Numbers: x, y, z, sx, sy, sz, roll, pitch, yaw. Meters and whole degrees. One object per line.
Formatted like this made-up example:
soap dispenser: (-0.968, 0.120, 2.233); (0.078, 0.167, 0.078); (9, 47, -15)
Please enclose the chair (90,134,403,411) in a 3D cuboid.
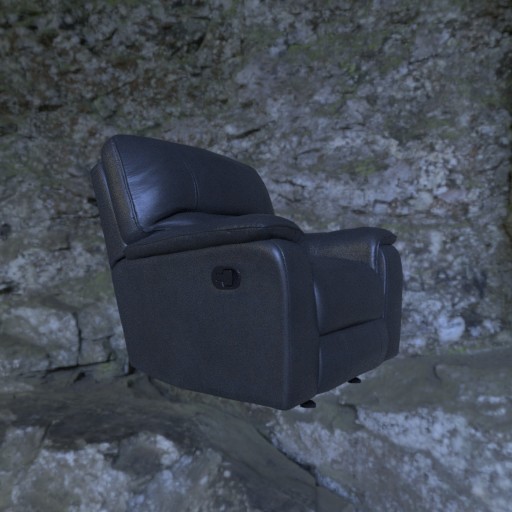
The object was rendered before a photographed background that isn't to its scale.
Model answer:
chair: (0.000, 0.000, 2.029); (1.087, 1.109, 1.096); (0, 0, 38)
